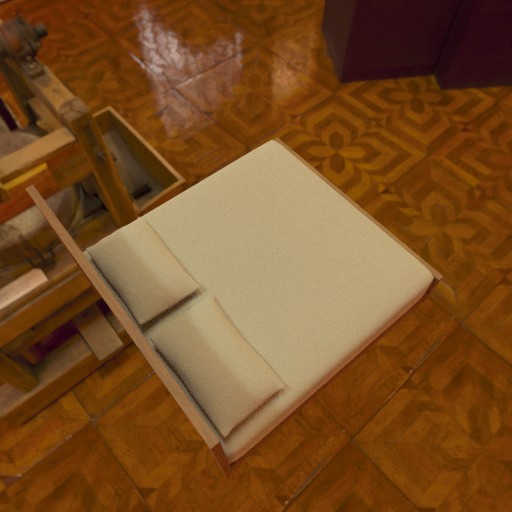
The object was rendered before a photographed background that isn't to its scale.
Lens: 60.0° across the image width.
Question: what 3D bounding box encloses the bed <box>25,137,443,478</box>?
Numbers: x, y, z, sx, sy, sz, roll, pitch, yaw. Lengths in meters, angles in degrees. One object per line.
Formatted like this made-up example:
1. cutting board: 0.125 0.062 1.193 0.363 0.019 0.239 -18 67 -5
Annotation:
1. bed: 0.000 0.000 3.391 2.184 1.387 2.003 -35 65 -19
